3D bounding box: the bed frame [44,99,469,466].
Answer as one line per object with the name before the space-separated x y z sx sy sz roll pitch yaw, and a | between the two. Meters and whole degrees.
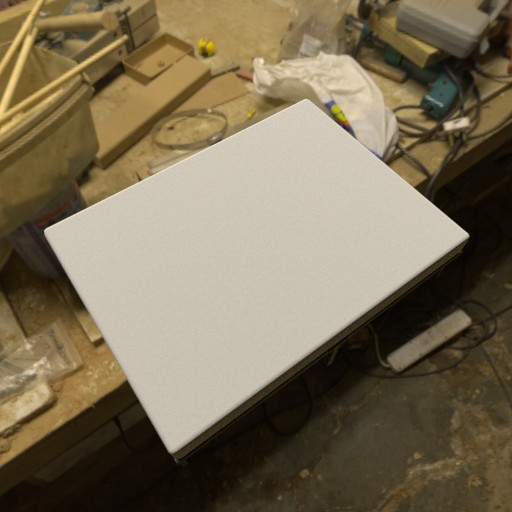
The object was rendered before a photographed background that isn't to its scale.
bed frame | 0.000 0.000 3.638 2.635 0.680 1.990 -32 63 -18
